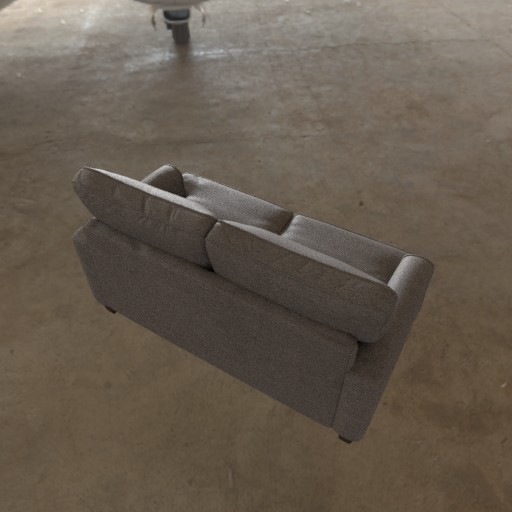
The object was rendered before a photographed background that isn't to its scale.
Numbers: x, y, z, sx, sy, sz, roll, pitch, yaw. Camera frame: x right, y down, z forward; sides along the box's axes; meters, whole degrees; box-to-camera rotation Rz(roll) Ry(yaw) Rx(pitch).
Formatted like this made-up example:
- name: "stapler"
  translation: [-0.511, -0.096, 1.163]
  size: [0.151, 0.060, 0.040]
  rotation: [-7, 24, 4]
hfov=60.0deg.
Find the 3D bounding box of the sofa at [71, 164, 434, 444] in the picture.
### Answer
- name: "sofa"
  translation: [0.000, 0.000, 2.287]
  size: [1.651, 0.965, 0.965]
  rotation: [23, 49, 22]
